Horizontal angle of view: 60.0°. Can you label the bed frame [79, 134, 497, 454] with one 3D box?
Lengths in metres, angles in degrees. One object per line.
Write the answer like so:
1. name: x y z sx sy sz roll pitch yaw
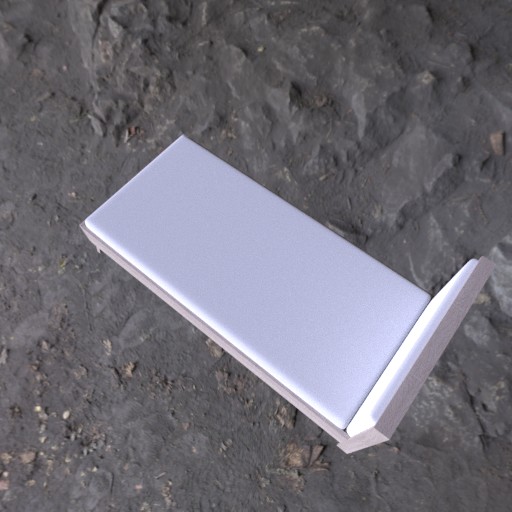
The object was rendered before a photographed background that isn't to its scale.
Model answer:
1. bed frame: 0.000 0.000 2.643 2.140 0.920 0.990 35 68 17
